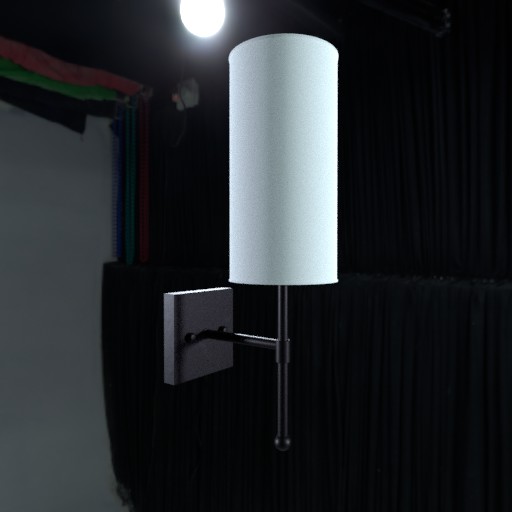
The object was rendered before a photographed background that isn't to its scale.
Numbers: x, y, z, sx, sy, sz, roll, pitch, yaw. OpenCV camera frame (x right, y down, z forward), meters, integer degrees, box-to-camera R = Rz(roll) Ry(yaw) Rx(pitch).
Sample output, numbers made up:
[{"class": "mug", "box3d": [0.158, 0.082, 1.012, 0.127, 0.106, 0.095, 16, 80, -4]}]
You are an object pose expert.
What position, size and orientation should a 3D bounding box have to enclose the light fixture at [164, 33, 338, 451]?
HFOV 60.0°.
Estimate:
[{"class": "light fixture", "box3d": [0.000, 0.000, 0.549, 0.208, 0.462, 0.128, 1, 1, 37]}]
